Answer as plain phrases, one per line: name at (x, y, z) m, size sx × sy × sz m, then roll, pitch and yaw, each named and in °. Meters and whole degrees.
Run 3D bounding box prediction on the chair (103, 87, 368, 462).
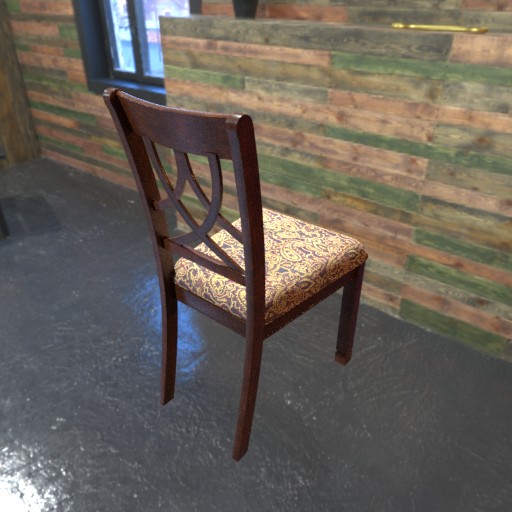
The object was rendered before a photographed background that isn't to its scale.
chair at (0.000, 0.000, 1.294) m, size 0.457 × 0.965 × 0.584 m, roll 23°, pitch 38°, yaw 33°
